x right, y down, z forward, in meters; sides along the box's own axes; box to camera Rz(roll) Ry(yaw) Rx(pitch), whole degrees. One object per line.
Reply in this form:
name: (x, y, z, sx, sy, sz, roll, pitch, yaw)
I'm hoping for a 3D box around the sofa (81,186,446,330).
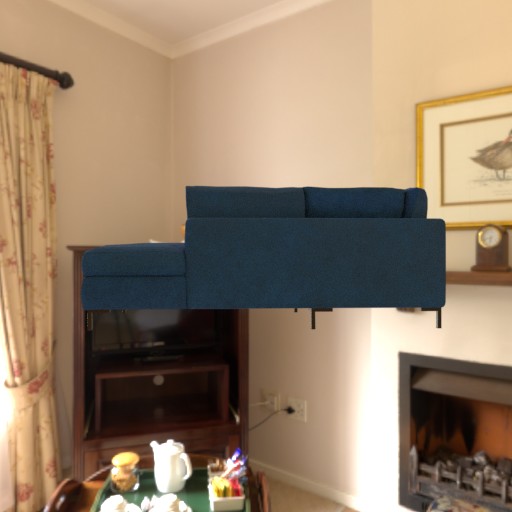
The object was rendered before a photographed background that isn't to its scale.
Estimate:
sofa: (0.000, 0.000, 3.262, 1.707, 0.687, 2.486, 0, 0, -2)
